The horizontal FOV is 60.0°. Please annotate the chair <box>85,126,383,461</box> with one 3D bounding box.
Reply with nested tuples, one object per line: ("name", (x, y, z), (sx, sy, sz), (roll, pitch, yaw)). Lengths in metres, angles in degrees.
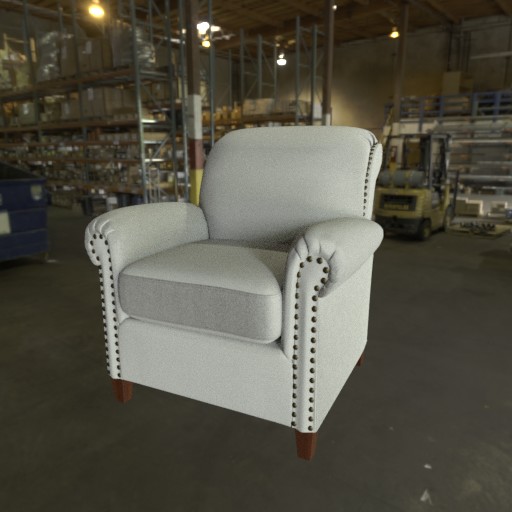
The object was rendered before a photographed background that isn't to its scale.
("chair", (0.000, 0.000, 1.592), (0.854, 0.927, 0.890), (6, 14, 25))
